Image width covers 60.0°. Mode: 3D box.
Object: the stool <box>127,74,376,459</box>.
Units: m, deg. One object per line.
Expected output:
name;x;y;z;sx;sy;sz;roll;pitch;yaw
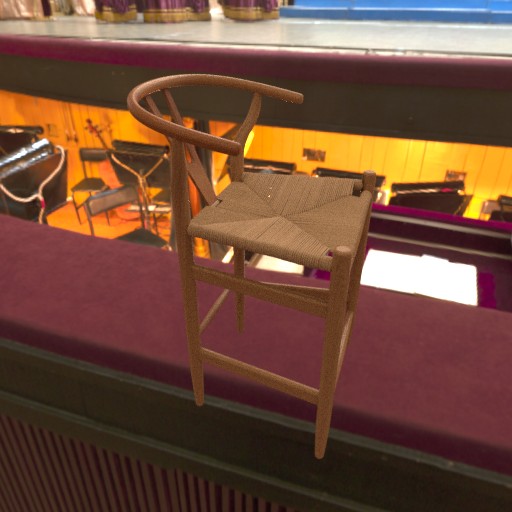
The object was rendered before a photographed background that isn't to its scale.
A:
stool;0.000;0.000;1.271;0.575;0.923;0.536;10;32;16
